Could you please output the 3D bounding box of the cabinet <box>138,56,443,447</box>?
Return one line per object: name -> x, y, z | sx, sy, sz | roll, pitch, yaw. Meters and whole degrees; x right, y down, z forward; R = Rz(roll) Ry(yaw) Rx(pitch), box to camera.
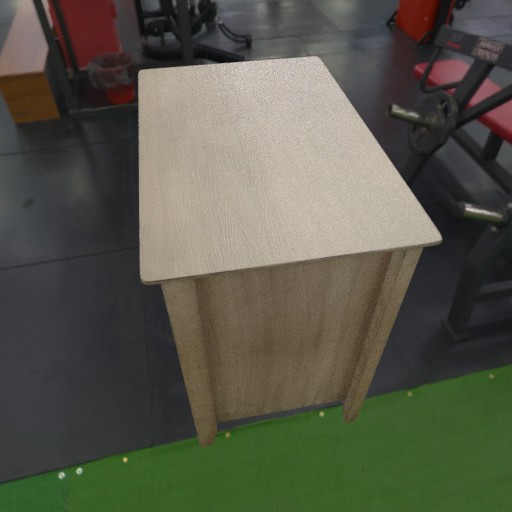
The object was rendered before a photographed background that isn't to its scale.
cabinet -> 0.000, 0.000, 1.241 | 0.503, 0.762, 0.763 | -8, 47, -7
